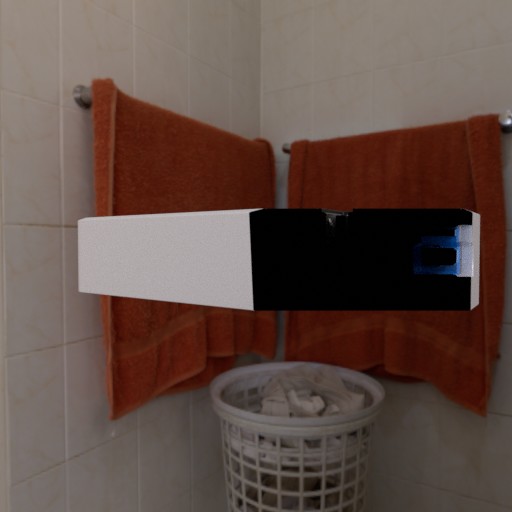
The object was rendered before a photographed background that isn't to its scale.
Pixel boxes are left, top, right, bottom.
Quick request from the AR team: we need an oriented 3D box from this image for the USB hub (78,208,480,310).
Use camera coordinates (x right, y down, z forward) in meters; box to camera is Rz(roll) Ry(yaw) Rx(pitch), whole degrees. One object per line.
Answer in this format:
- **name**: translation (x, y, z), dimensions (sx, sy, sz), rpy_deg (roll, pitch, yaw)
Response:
- **USB hub**: translation (0.000, 0.000, 0.126), dimensions (0.110, 0.023, 0.044), rpy_deg (1, 2, 34)
